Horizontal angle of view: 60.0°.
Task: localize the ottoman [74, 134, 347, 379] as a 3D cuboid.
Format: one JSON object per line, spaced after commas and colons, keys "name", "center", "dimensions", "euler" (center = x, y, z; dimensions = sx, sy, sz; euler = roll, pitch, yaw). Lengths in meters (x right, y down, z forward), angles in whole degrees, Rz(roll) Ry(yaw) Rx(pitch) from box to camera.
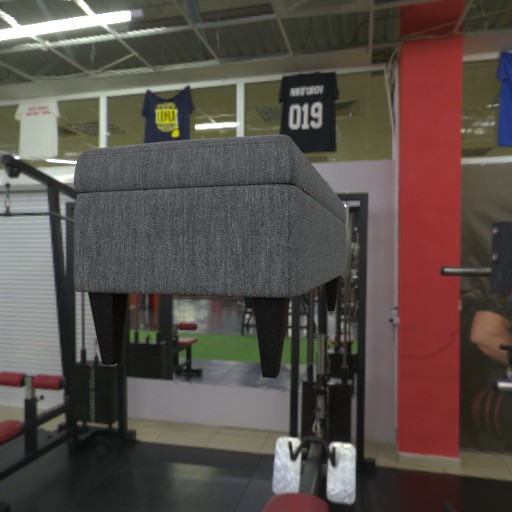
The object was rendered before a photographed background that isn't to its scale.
{"name": "ottoman", "center": [0.000, 0.000, 1.403], "dimensions": [0.482, 0.469, 1.151], "euler": [0, 0, 16]}
